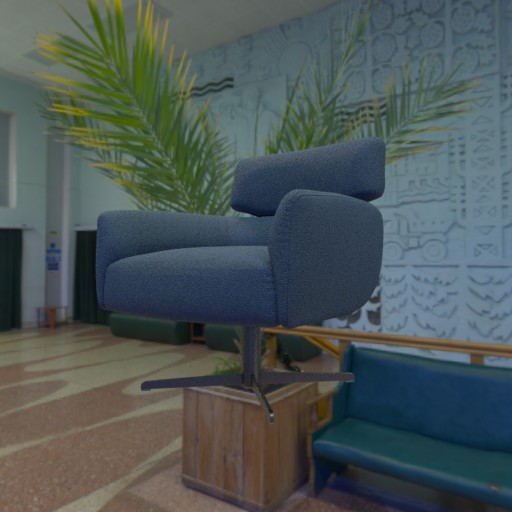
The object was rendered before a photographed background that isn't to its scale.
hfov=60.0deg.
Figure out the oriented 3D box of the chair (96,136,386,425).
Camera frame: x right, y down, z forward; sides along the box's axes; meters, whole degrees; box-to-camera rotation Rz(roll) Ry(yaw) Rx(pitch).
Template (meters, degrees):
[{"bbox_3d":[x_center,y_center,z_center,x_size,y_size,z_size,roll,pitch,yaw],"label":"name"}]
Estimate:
[{"bbox_3d":[0.000,0.000,1.410,0.738,0.813,0.761,-1,-1,36],"label":"chair"}]
